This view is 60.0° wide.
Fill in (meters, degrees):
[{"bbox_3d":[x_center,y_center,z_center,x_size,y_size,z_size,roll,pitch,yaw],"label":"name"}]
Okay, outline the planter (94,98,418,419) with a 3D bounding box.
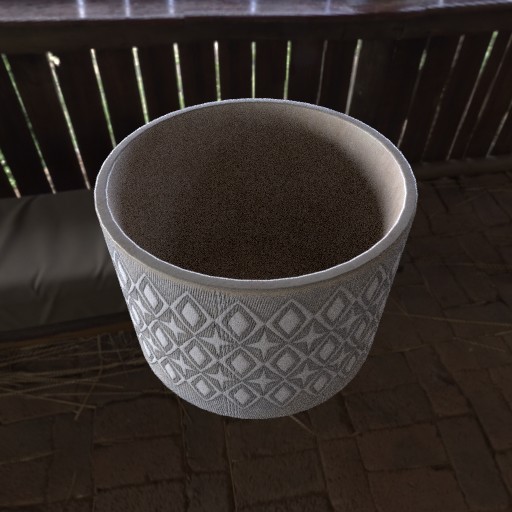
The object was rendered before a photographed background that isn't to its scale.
[{"bbox_3d":[0.000,0.000,0.276,0.164,0.127,0.164,0,45,0],"label":"planter"}]
